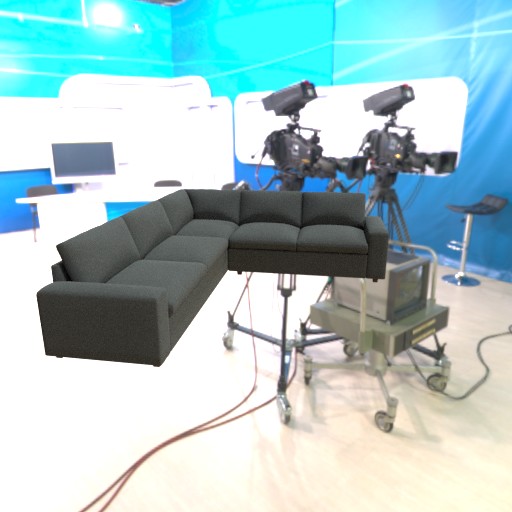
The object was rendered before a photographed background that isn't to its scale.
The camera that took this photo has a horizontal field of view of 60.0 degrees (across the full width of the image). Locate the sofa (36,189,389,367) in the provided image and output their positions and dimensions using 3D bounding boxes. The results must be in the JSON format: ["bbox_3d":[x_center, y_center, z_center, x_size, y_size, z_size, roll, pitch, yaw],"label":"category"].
[{"bbox_3d":[0.000,0.000,4.746,2.895,0.965,3.277,3,17,9],"label":"sofa"}]
